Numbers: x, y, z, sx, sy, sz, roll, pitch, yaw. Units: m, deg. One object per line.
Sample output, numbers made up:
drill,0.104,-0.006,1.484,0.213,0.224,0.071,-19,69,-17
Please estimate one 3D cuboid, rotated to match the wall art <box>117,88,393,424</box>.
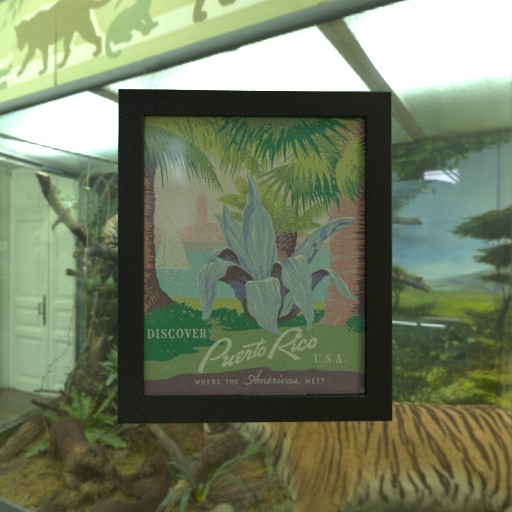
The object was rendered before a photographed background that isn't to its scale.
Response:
wall art,0.000,0.000,0.783,0.481,0.582,0.018,0,0,-2
